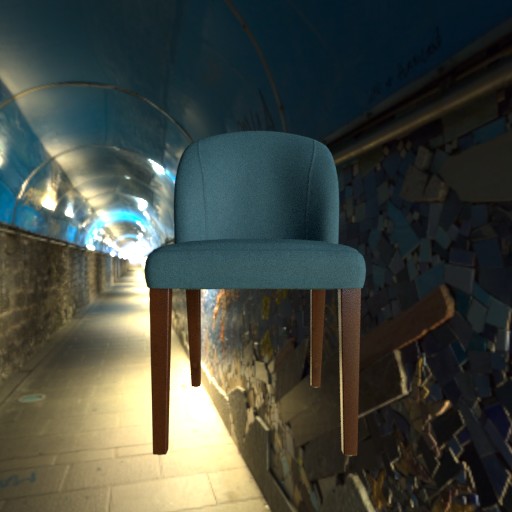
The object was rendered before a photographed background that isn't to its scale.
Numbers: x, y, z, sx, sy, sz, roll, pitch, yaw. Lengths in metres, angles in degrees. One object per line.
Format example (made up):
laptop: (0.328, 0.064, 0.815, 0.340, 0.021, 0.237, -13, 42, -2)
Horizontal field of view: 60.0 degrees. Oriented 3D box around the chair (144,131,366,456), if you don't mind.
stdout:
chair: (0.000, 0.000, 1.254, 0.507, 0.879, 0.620, 0, 0, 0)
